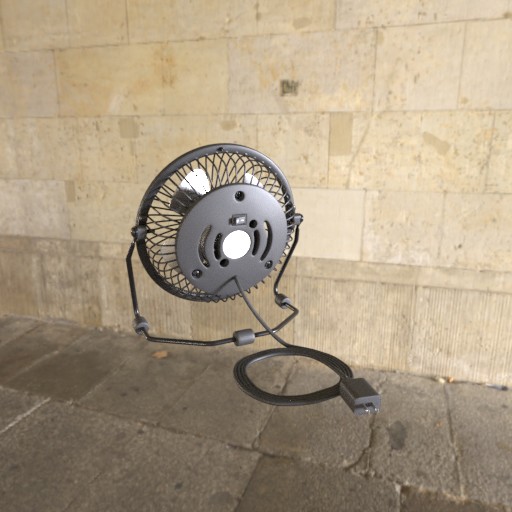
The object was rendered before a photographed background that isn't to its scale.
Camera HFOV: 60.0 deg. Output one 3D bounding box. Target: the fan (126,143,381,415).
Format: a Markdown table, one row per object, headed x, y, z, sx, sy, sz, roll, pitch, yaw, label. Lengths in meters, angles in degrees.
| x | y | z | sx | sy | sz | roll | pitch | yaw | label |
| --- | --- | --- | --- | --- | --- | --- | --- | --- | --- |
| 0.000 | 0.000 | 0.307 | 0.153 | 0.152 | 0.202 | -7 | 16 | -25 | fan |
